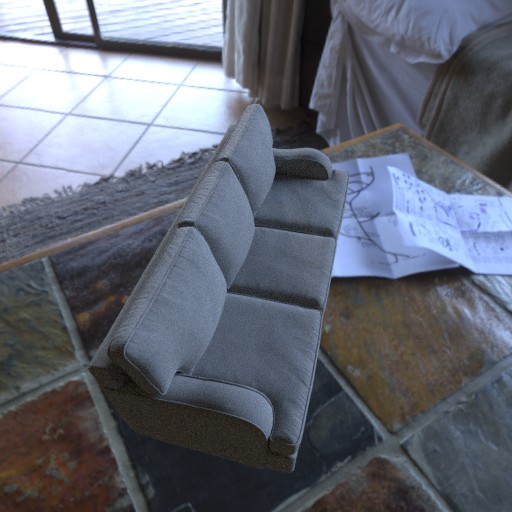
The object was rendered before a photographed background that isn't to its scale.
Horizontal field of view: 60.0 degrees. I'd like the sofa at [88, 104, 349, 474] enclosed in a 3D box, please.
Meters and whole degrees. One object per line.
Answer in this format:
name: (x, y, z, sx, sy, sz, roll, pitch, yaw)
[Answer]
sofa: (0.000, 0.000, 2.898, 1.016, 0.997, 2.323, 10, 46, 10)
